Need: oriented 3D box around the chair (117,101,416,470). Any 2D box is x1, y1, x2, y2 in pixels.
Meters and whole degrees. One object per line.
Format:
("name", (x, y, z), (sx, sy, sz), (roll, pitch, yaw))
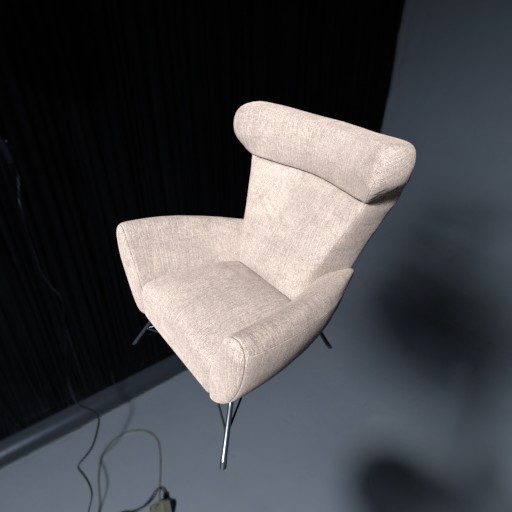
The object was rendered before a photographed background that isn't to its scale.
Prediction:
("chair", (0.000, 0.000, 1.803), (0.900, 1.040, 0.980), (-20, 37, -30))
